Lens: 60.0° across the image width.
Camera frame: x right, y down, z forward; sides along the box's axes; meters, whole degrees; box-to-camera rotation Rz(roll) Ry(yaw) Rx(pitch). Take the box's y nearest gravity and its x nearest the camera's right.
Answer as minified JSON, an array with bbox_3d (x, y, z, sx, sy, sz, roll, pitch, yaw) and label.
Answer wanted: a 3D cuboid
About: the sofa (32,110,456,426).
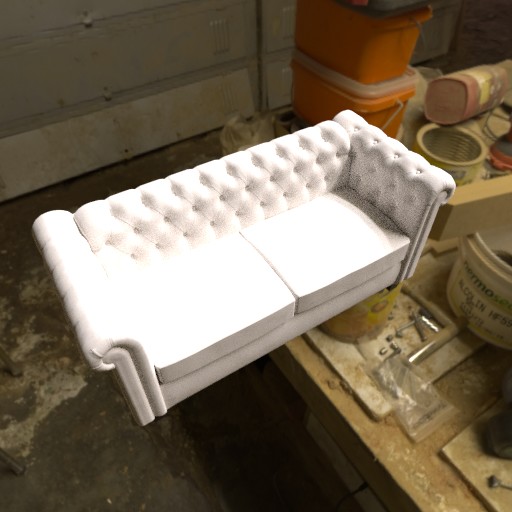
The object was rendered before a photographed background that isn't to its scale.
[{"bbox_3d":[0.000,0.000,2.229,1.798,0.796,0.771,-24,51,-21],"label":"sofa"}]
